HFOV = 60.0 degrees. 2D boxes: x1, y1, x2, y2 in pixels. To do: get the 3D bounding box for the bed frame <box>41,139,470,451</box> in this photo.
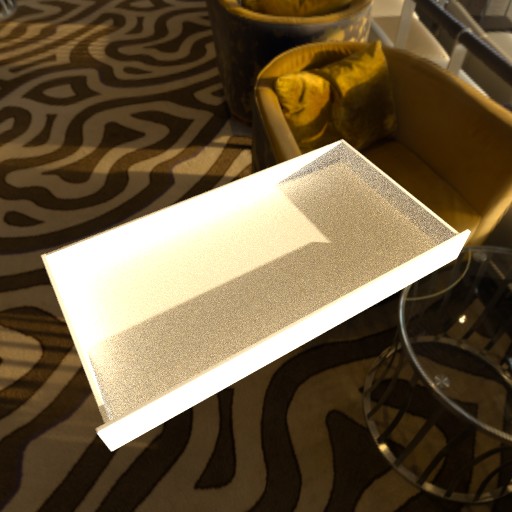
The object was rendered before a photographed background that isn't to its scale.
[{"bbox_3d":[0.000,0.000,1.525,1.300,0.141,0.670,-25,54,-20],"label":"bed frame"}]
